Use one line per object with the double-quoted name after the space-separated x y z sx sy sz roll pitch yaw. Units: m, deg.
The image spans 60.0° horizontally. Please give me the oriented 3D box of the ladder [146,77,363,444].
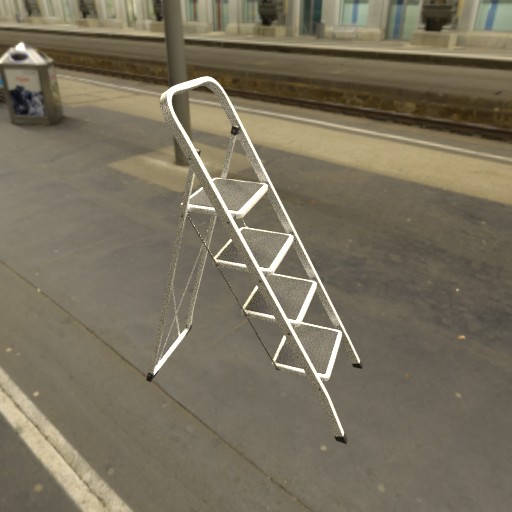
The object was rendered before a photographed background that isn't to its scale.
0.000 0.000 1.735 0.914 1.265 0.460 10 31 17 "ladder"
